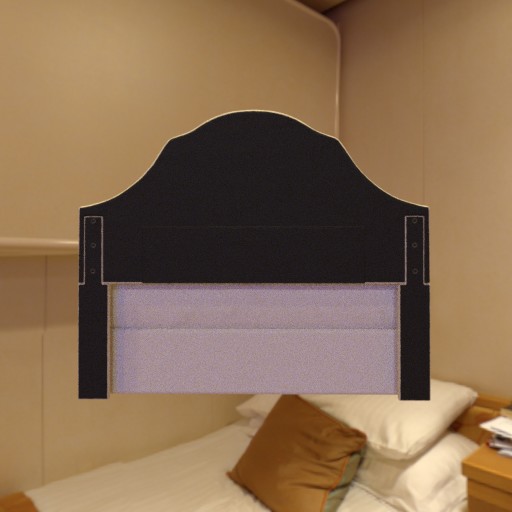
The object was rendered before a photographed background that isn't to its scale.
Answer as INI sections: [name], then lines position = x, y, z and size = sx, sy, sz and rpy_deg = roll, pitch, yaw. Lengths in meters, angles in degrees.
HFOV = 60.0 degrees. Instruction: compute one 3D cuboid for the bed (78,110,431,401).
[bed]
position = 0.000, 0.000, 3.562
size = 2.008, 1.615, 2.214
rpy_deg = 0, 0, 1
